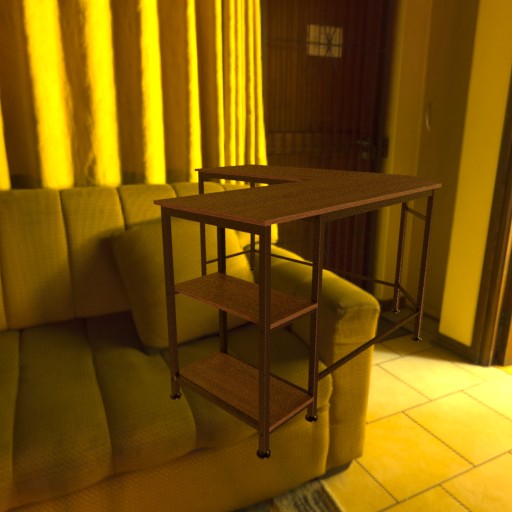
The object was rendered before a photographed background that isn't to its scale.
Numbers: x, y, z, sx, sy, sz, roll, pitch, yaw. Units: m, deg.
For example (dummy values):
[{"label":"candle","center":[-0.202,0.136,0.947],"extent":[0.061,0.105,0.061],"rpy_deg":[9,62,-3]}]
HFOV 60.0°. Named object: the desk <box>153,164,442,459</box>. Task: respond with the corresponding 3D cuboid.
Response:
[{"label":"desk","center":[0.000,0.000,2.167],"extent":[1.379,0.739,1.379],"rpy_deg":[15,21,42]}]
